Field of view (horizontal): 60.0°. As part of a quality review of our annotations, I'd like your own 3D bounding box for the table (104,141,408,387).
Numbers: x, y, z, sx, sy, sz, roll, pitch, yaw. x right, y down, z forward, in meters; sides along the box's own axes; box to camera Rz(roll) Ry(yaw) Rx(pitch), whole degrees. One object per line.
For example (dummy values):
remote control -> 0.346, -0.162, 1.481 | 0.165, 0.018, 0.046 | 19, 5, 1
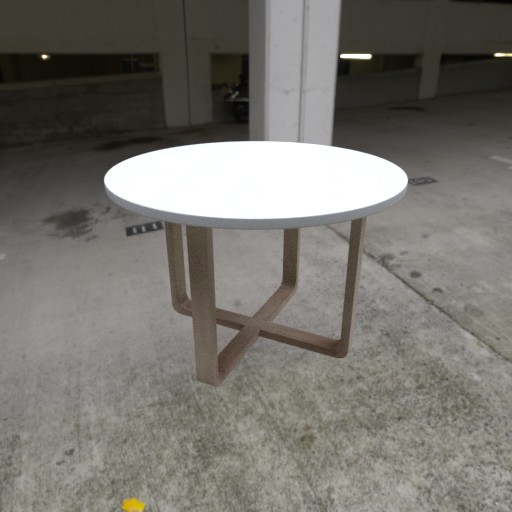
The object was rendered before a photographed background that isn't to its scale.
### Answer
table -> 0.000, 0.000, 1.000 | 0.600, 0.400, 0.600 | 0, 25, 0
